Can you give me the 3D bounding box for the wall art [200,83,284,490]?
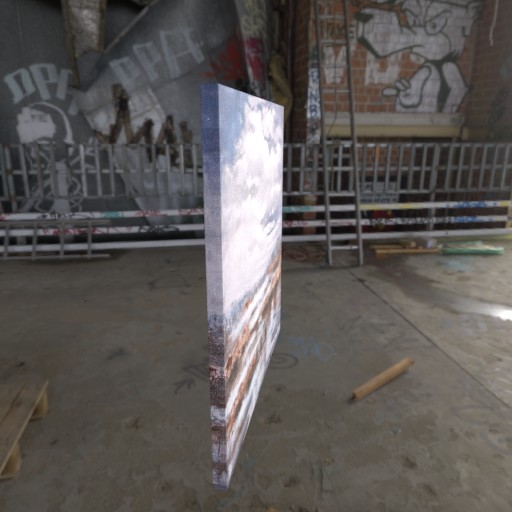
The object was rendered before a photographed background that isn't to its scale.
[{"bbox_3d":[0.000,0.000,1.339,0.035,0.897,0.888,3,16,11],"label":"wall art"}]
